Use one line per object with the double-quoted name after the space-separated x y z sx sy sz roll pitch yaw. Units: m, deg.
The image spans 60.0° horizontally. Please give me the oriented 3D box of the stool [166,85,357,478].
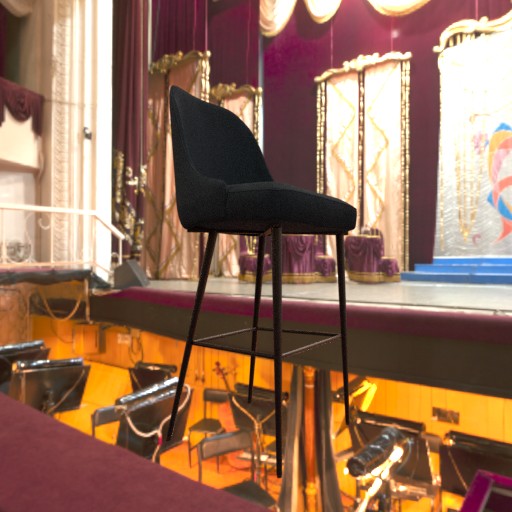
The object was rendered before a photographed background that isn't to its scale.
0.000 0.000 1.370 0.489 1.079 0.527 0 -1 34 "stool"
